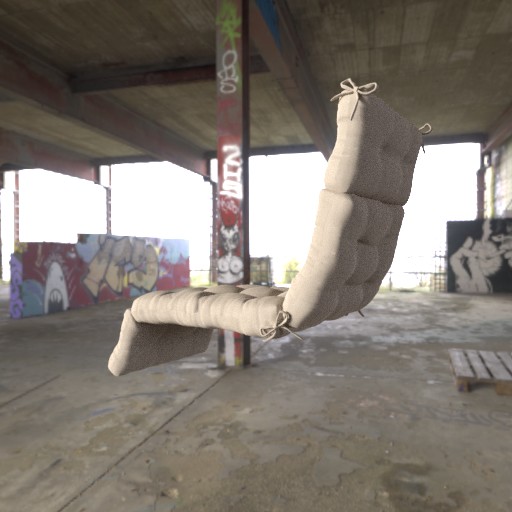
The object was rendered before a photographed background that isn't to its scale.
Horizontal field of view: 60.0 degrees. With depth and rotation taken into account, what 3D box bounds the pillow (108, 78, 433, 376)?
[{"bbox_3d":[0.000,0.000,1.494,1.016,0.863,0.526,1,1,36],"label":"pillow"}]
